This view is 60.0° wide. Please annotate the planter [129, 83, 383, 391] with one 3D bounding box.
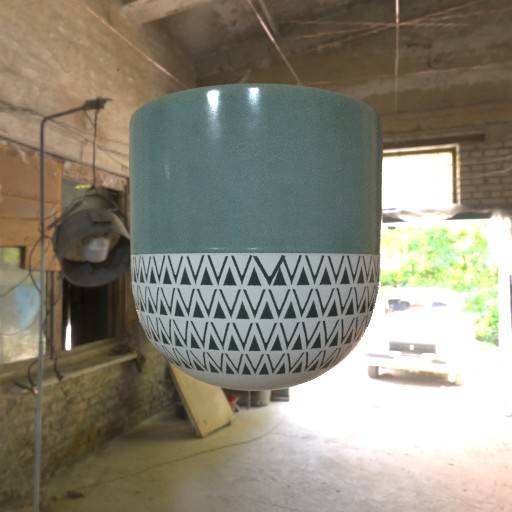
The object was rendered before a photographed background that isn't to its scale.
[{"bbox_3d":[0.000,0.000,0.481,0.266,0.270,0.266,0,-1,0],"label":"planter"}]
